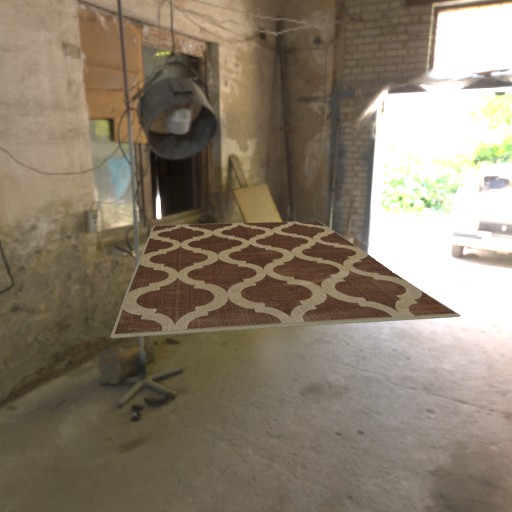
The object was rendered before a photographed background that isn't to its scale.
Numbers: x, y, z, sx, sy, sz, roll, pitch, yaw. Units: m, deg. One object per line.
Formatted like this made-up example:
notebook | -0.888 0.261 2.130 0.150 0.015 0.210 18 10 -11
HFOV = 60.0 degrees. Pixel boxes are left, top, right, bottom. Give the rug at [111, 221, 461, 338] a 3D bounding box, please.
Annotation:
rug | 0.000 0.000 2.967 1.526 0.014 2.290 -2 15 -8
